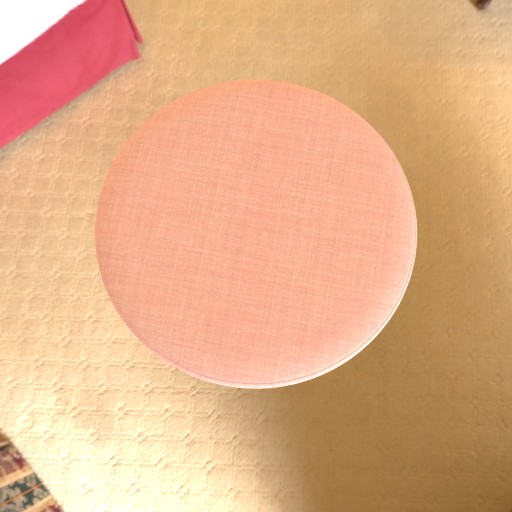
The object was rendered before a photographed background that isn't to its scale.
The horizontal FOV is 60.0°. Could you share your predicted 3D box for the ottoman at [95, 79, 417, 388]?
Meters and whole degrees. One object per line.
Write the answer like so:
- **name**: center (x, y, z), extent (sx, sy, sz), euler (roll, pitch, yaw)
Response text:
- **ottoman**: center (0.000, 0.000, 0.722), extent (0.400, 0.406, 0.400), euler (0, 76, 0)
